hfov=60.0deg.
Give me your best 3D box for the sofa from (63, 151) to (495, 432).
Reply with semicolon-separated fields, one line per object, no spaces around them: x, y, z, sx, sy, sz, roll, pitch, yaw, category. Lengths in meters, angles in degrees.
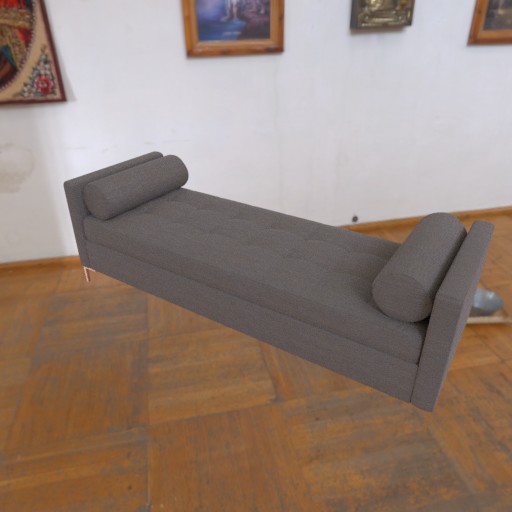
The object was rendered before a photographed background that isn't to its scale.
0.000;0.000;2.241;1.981;0.635;0.686;18;34;28;sofa
